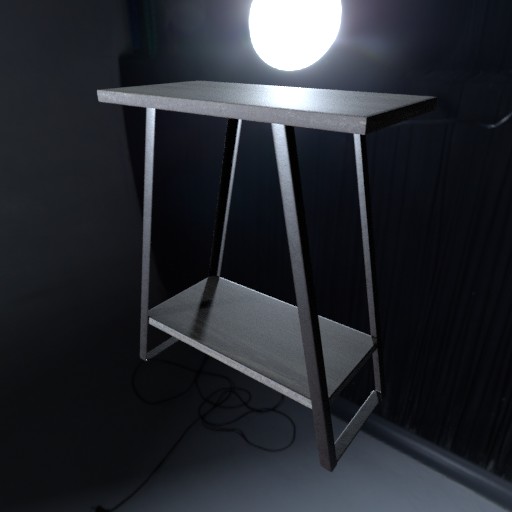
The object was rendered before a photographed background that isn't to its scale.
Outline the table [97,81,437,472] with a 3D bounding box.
[{"bbox_3d":[0.000,0.000,1.011,0.599,0.701,0.300,18,31,33],"label":"table"}]
